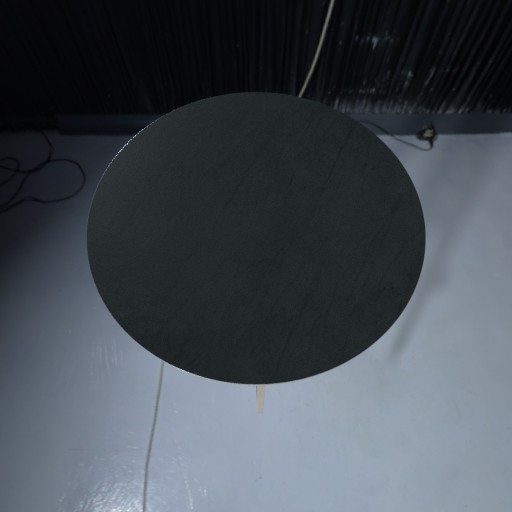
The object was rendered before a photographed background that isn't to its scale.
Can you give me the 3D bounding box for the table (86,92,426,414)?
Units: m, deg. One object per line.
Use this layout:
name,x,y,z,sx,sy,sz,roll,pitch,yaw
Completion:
table,0.000,0.000,1.261,0.800,0.450,0.800,0,63,0
